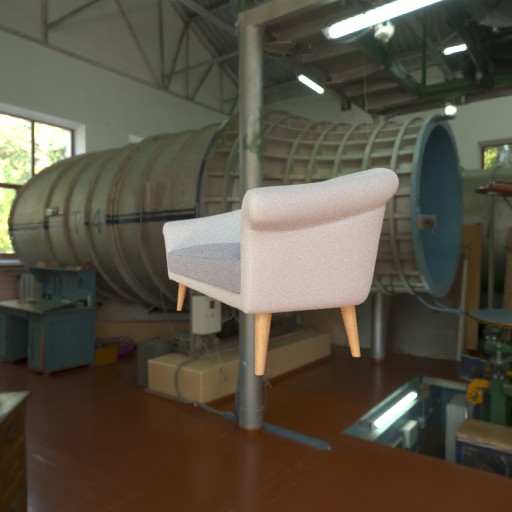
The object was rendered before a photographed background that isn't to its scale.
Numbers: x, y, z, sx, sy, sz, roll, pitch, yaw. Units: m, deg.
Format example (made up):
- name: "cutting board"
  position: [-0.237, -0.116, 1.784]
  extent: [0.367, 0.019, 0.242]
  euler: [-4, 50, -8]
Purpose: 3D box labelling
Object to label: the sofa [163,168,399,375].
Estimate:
- name: "sofa"
  position: [0.000, 0.000, 2.543]
  extent: [0.827, 0.795, 2.160]
  euler: [0, 1, -19]
